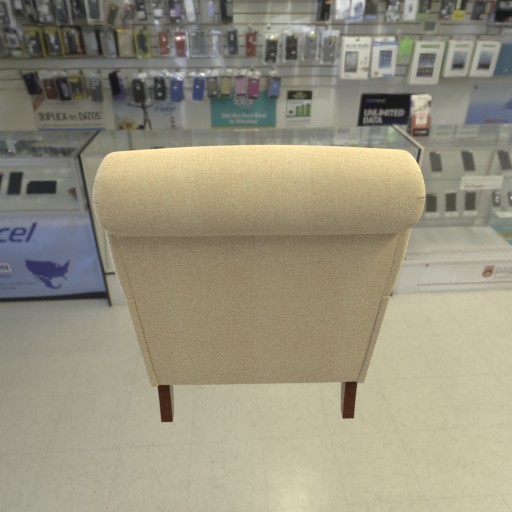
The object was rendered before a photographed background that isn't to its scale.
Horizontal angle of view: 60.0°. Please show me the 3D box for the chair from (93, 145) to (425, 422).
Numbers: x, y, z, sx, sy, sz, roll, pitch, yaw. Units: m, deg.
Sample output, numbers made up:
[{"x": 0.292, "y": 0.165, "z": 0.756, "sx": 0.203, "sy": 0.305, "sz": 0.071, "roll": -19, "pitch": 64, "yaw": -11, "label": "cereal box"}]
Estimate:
[{"x": 0.000, "y": 0.000, "z": 1.506, "sx": 0.766, "sy": 0.944, "sz": 0.842, "roll": -1, "pitch": 31, "yaw": -1, "label": "chair"}]
